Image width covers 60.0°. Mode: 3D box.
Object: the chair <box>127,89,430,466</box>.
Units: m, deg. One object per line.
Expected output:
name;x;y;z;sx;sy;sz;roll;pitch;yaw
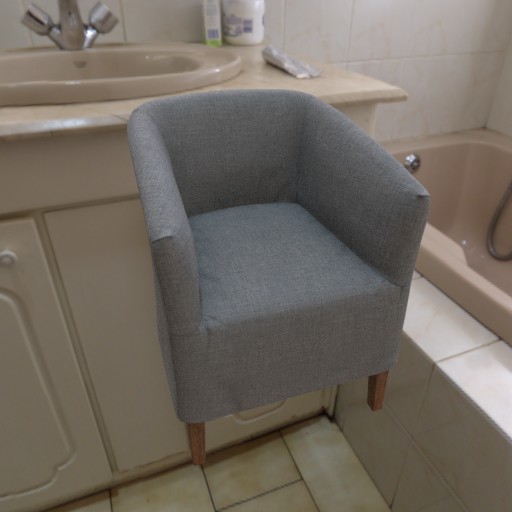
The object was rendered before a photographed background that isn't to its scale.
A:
chair;0.000;0.000;1.248;0.600;0.771;0.668;-10;34;-16
